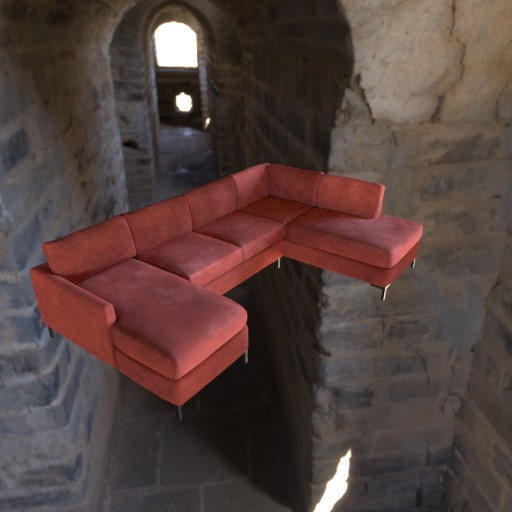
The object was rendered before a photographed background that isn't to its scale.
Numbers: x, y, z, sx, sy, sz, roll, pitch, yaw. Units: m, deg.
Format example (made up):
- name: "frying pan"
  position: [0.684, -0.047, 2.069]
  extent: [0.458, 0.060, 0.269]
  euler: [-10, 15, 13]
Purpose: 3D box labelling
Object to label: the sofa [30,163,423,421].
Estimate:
- name: "sofa"
  position: [0.000, 0.000, 3.850]
  extent: [1.981, 0.858, 2.971]
  euler: [18, 32, 32]
